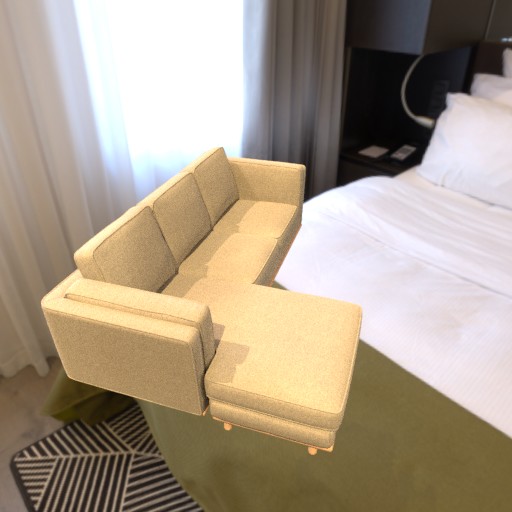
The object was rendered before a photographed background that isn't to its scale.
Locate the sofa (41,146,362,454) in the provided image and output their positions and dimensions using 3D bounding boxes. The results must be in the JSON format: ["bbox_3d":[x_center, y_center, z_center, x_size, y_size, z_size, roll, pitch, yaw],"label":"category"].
[{"bbox_3d":[0.000,0.000,3.153,1.604,0.929,2.411,10,33,15],"label":"sofa"}]
